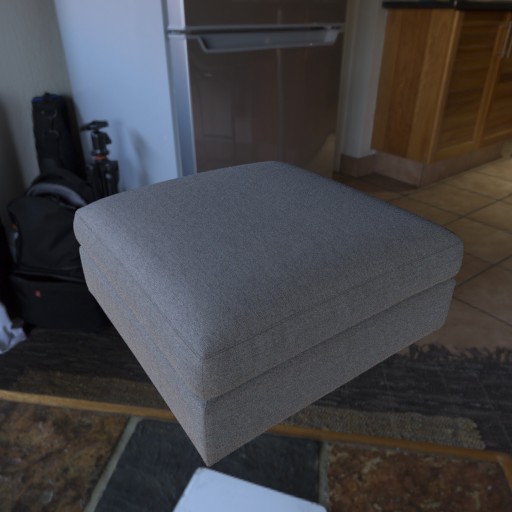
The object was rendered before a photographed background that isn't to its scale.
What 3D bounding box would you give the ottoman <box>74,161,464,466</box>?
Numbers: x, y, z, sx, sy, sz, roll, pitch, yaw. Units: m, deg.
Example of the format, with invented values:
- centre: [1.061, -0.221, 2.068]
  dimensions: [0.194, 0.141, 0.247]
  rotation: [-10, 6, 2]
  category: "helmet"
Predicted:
- centre: [0.000, 0.000, 1.650]
  dimensions: [1.041, 0.470, 1.041]
  rotation: [-19, 35, -30]
  category: "ottoman"
